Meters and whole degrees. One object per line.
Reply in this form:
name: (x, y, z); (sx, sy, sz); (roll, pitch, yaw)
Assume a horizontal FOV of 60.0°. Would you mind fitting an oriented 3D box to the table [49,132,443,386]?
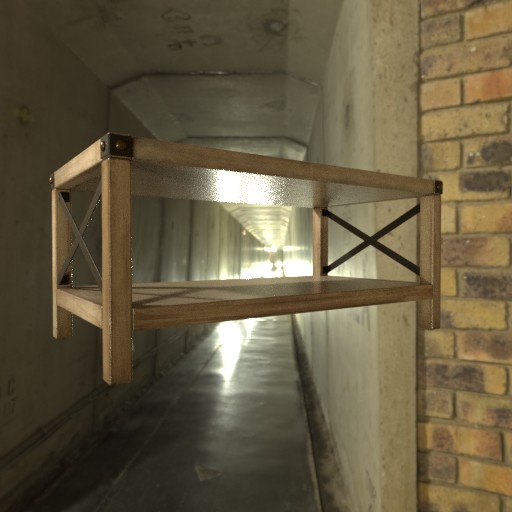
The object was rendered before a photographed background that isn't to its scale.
table: (0.000, 0.000, 1.288); (1.016, 0.456, 0.559); (-1, 1, -34)
